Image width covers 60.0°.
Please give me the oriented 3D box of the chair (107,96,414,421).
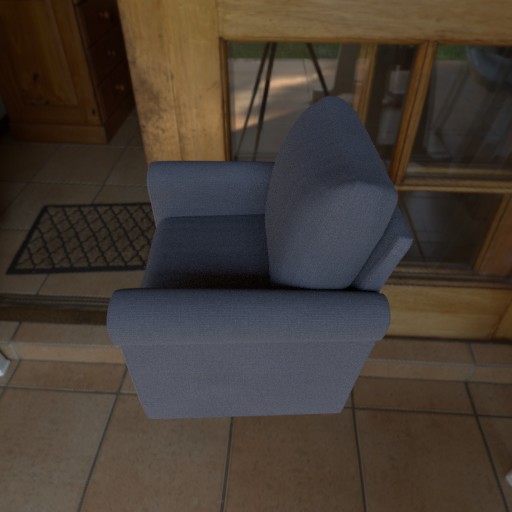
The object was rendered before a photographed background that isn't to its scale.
[{"bbox_3d":[0.000,0.000,1.584,0.828,0.942,0.867,-1,41,-2],"label":"chair"}]
